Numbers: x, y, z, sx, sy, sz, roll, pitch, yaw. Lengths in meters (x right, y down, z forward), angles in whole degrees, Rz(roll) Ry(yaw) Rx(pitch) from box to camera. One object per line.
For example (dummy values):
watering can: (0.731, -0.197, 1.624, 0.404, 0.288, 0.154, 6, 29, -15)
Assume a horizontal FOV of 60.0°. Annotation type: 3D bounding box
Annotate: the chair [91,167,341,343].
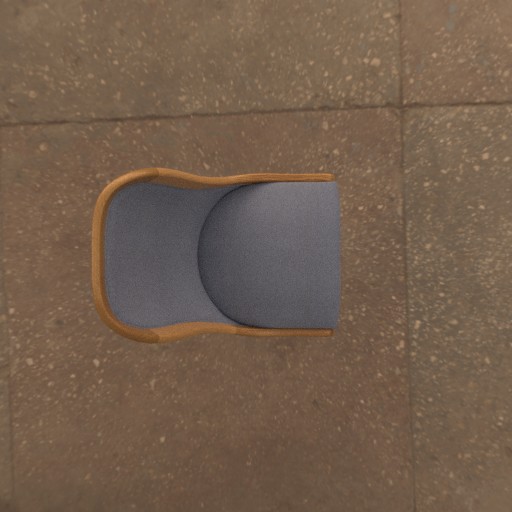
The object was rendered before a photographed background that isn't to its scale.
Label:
chair: (0.000, 0.000, 1.500, 0.735, 1.031, 0.605, 0, 90, 0)
